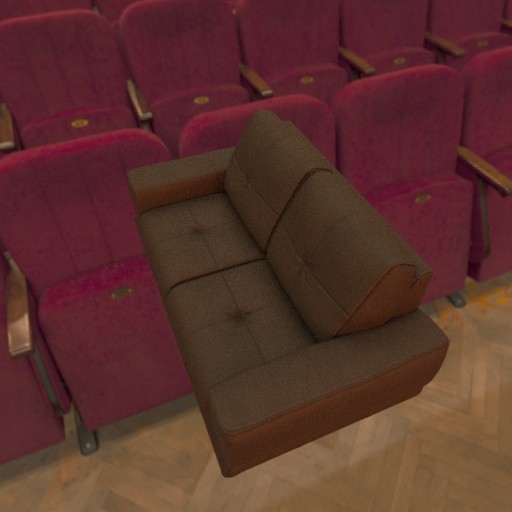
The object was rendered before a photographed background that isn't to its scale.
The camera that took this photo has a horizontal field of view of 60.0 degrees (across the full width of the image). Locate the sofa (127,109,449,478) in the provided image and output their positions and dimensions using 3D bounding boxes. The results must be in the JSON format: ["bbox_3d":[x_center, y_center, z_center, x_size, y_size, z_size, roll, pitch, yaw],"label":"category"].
[{"bbox_3d":[0.000,0.000,2.302,1.018,0.907,1.806,-17,48,-16],"label":"sofa"}]
